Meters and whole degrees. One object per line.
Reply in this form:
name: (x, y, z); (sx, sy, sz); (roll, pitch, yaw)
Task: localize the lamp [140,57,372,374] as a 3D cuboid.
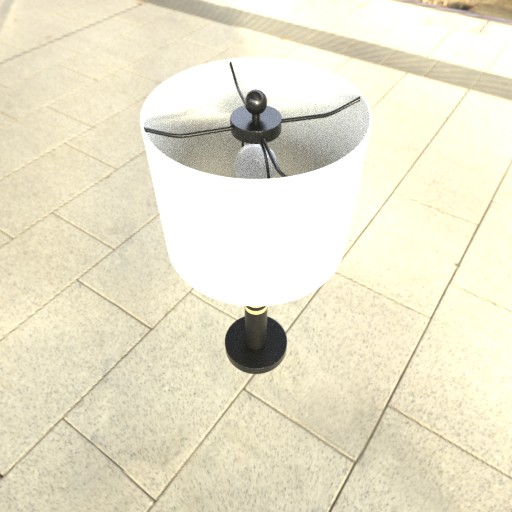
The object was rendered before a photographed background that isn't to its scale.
lamp: (0.000, 0.000, 0.810); (0.305, 0.640, 0.305); (26, 53, 21)
